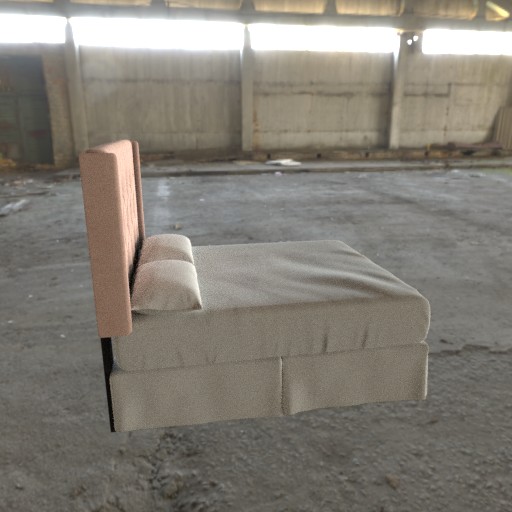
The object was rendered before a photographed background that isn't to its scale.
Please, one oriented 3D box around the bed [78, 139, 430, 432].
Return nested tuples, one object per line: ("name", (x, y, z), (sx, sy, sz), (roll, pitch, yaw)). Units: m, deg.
("bed", (0.000, 0.000, 3.324), (2.066, 1.665, 1.719), (-3, 17, -10))
